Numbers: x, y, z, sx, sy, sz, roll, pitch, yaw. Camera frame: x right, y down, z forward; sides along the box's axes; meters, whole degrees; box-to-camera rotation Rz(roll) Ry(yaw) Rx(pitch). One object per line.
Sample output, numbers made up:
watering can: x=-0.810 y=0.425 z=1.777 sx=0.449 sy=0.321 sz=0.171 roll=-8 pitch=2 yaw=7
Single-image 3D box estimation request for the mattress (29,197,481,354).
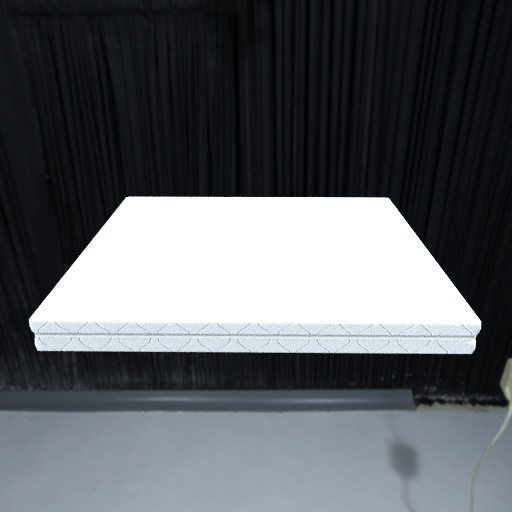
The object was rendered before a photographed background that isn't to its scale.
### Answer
mattress: x=0.000 y=0.000 z=2.695 sx=2.000 sy=0.200 sz=1.600 roll=0 pitch=27 yaw=1
